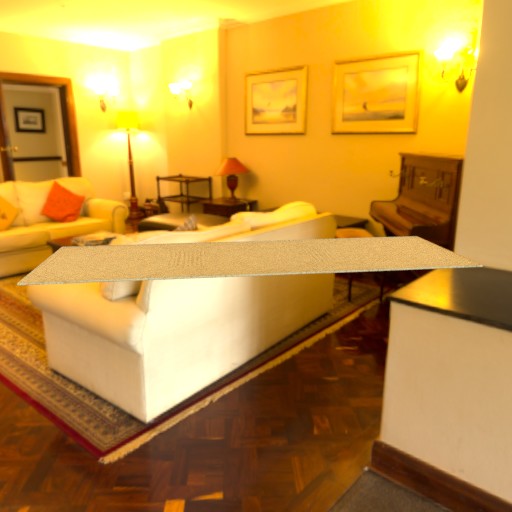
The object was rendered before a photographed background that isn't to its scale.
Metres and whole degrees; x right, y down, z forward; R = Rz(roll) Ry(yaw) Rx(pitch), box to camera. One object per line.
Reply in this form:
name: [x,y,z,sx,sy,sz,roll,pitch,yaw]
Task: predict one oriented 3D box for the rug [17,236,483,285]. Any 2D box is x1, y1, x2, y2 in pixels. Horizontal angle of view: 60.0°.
rug: [0.000,0.000,2.680,2.452,0.012,0.775,-2,15,-7]
